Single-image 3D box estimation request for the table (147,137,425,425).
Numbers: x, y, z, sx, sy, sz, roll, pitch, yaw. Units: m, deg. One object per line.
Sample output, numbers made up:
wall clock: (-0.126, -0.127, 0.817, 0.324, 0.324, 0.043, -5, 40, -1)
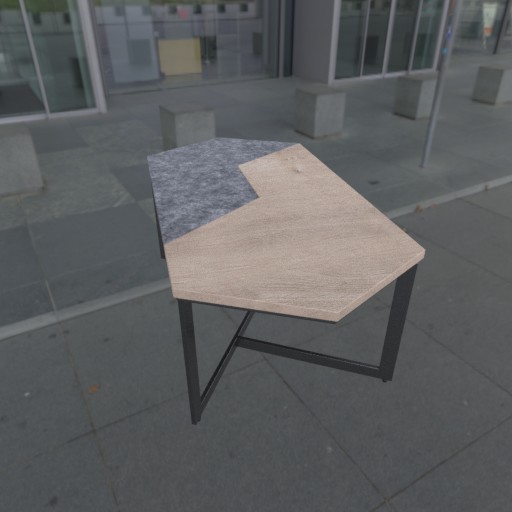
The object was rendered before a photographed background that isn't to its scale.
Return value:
table: (0.000, 0.000, 1.487, 0.609, 0.457, 1.219, -8, 32, -13)
